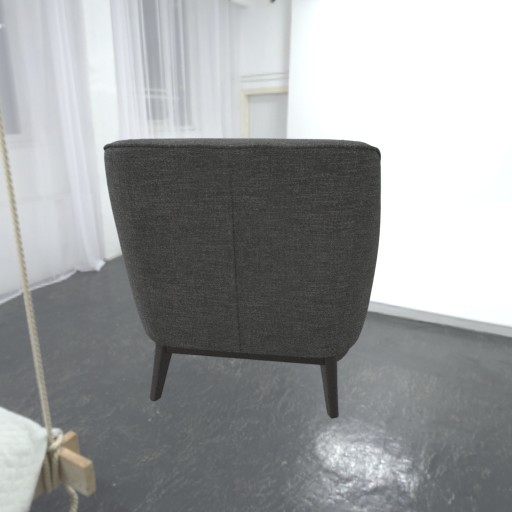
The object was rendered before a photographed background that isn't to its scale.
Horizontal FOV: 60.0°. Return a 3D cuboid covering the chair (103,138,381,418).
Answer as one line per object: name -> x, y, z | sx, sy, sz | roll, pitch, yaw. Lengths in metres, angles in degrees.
chair -> 0.000, 0.000, 1.584 | 0.870, 0.829, 0.851 | 2, 16, 9
